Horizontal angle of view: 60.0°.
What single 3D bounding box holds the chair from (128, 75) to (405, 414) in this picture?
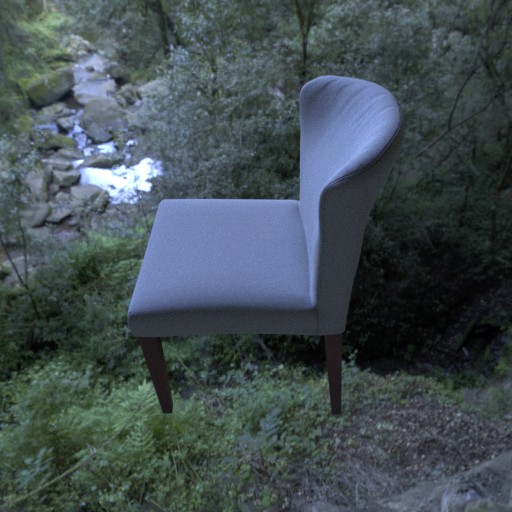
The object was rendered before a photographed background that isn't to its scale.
[{"bbox_3d":[0.000,0.000,1.173,0.592,0.839,0.491,0,41,0],"label":"chair"}]
